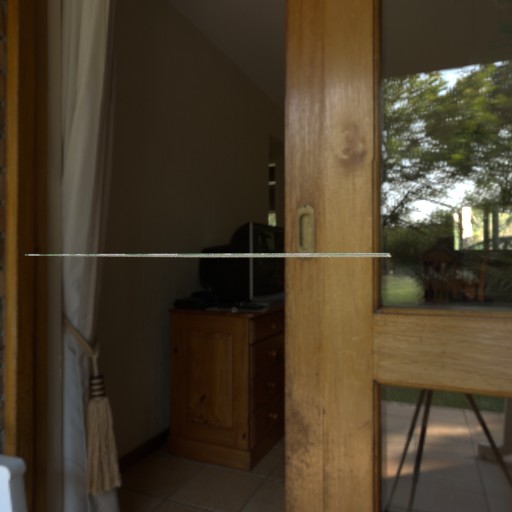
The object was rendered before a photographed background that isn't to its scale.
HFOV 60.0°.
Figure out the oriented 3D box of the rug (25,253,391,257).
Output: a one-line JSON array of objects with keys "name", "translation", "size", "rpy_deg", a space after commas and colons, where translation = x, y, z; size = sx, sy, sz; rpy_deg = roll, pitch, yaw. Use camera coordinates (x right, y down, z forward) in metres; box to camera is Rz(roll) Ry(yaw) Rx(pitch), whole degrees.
[{"name": "rug", "translation": [0.000, 0.000, 4.182], "size": [2.436, 0.007, 3.045], "rpy_deg": [0, 0, 17]}]
